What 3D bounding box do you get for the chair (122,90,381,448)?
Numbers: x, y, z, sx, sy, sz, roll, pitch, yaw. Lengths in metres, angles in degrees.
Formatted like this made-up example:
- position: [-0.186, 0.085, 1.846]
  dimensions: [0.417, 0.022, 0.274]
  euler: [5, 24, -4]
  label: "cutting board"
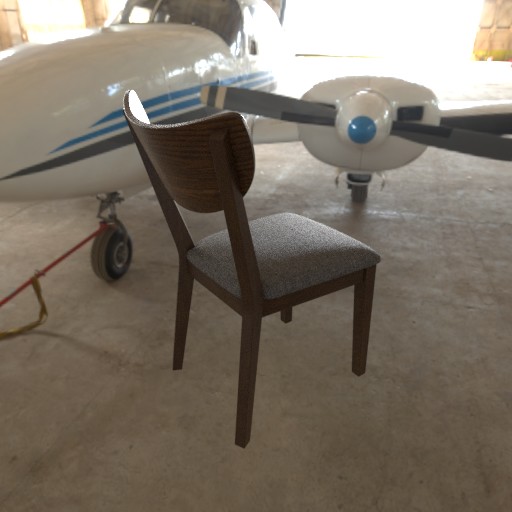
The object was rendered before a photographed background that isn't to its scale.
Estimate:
- position: [0.000, 0.000, 1.219]
  dimensions: [0.583, 0.849, 0.491]
  euler: [-18, 31, -32]
  label: "chair"
